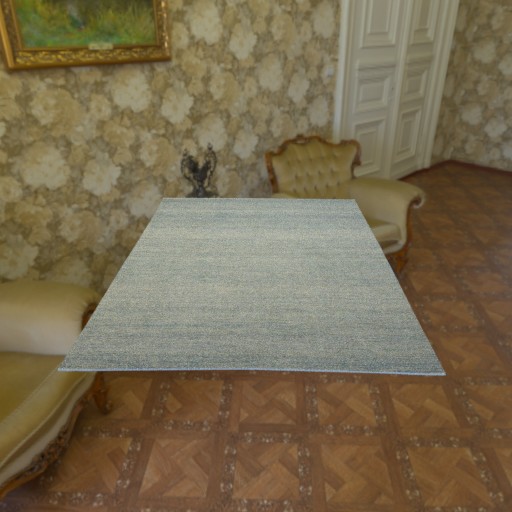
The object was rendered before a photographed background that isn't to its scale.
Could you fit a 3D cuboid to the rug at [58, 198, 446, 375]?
[{"bbox_3d":[0.000,0.000,4.231,2.461,0.046,3.237,1,27,1],"label":"rug"}]
